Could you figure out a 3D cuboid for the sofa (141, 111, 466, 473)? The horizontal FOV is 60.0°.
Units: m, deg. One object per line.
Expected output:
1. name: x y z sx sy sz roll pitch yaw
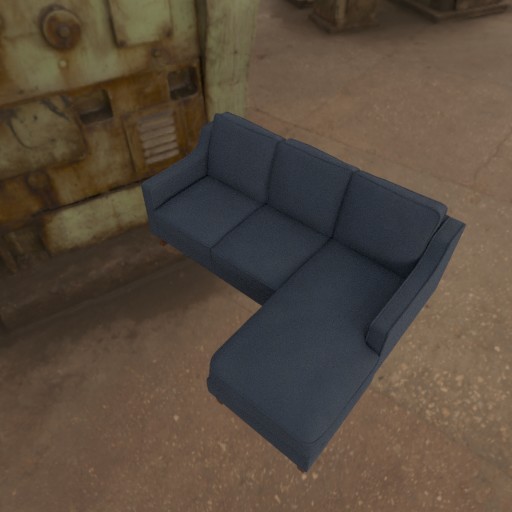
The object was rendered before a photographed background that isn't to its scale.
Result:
1. sofa: 0.000 0.000 3.315 2.317 1.066 1.858 31 54 26
